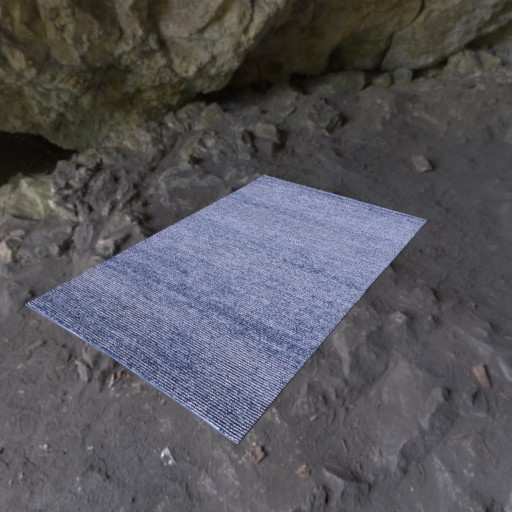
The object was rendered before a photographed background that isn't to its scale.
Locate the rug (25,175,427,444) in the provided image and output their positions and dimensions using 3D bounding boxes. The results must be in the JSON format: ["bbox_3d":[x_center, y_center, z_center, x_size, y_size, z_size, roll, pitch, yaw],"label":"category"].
[{"bbox_3d":[0.000,0.000,2.211,1.145,0.021,1.777,21,38,30],"label":"rug"}]
